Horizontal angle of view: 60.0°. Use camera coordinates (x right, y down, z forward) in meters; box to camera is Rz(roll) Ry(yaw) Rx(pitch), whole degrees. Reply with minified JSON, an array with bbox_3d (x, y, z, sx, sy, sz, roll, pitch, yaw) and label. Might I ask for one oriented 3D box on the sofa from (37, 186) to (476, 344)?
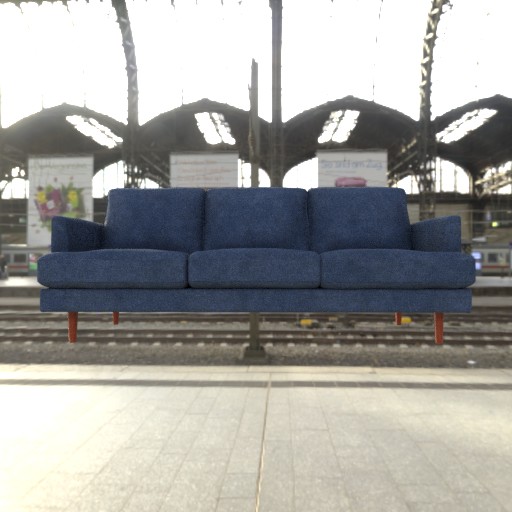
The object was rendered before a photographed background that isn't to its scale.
[{"bbox_3d":[0.000,0.000,2.677,2.246,0.930,0.903,0,-1,1],"label":"sofa"}]
